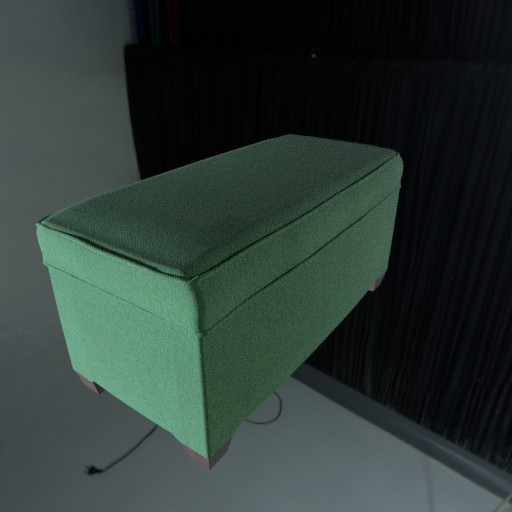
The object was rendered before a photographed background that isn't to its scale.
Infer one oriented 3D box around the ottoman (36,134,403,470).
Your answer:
[{"bbox_3d":[0.000,0.000,1.207,0.483,0.471,0.957,18,33,31],"label":"ottoman"}]
